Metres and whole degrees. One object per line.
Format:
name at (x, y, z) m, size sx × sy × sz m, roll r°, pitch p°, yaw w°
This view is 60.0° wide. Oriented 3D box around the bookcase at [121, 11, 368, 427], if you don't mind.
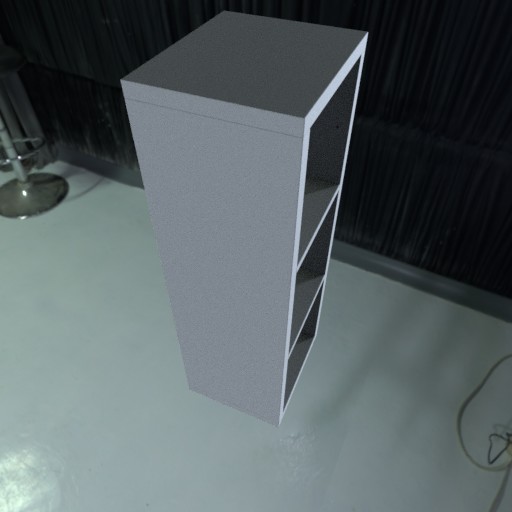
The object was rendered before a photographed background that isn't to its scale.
bookcase at (0.000, 0.000, 1.213) m, size 0.330 × 1.080 × 0.390 m, roll 17°, pitch 48°, yaw 16°
